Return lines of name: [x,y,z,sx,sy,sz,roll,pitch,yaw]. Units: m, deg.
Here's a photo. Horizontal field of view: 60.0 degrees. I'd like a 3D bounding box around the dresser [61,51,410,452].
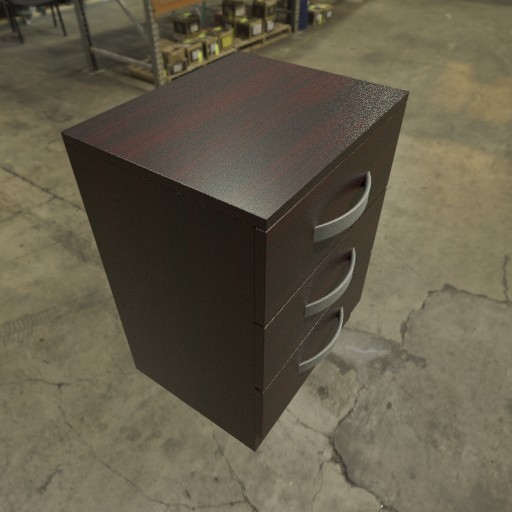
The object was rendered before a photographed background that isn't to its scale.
dresser: [0.000,0.000,0.827,0.360,0.560,0.400,25,48,25]
